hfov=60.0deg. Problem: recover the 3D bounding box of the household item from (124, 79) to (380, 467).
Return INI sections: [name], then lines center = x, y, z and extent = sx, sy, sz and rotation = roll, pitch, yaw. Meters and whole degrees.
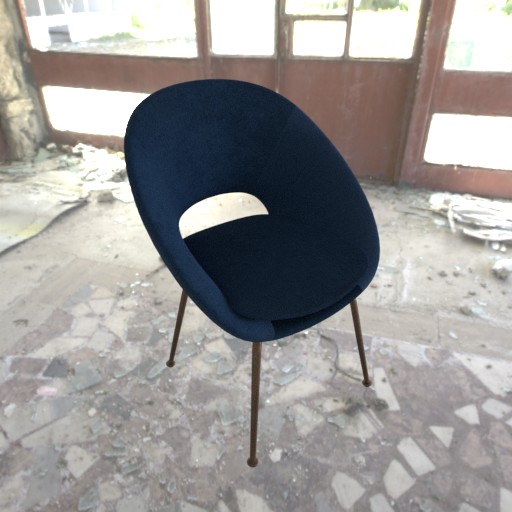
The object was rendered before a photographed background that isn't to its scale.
[household item]
center = 0.000, 0.000, 1.231
extent = 0.623, 0.852, 0.573
rotation = -21, 37, -31
